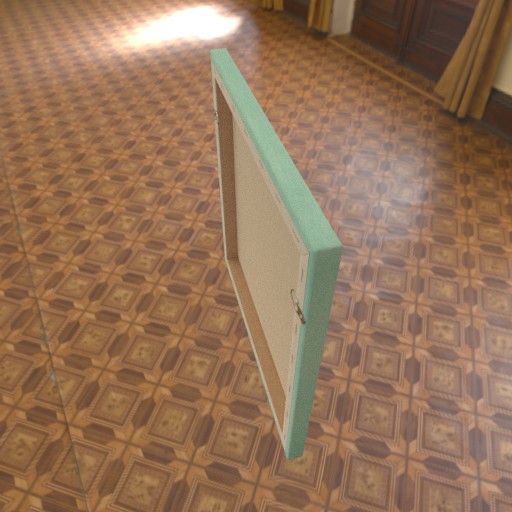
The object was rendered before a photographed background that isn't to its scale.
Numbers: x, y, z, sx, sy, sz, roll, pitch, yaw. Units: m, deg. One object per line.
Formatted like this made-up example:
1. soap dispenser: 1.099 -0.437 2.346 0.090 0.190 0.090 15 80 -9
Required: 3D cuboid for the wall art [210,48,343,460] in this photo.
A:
1. wall art: 0.000 0.000 1.607 0.070 1.073 1.071 -11 46 -11
